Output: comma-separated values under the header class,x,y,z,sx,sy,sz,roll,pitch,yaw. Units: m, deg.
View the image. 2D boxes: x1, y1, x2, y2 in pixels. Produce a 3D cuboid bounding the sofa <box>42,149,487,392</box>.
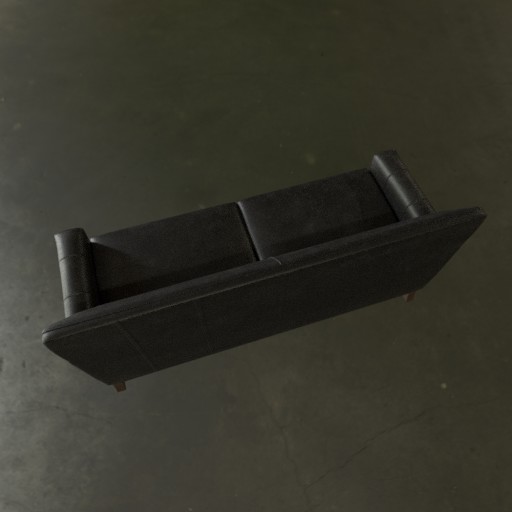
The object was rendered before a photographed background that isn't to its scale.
class,x,y,z,sx,sy,sz,roll,pitch,yaw
sofa,0.000,0.000,2.498,2.053,0.947,0.805,-15,59,-9
